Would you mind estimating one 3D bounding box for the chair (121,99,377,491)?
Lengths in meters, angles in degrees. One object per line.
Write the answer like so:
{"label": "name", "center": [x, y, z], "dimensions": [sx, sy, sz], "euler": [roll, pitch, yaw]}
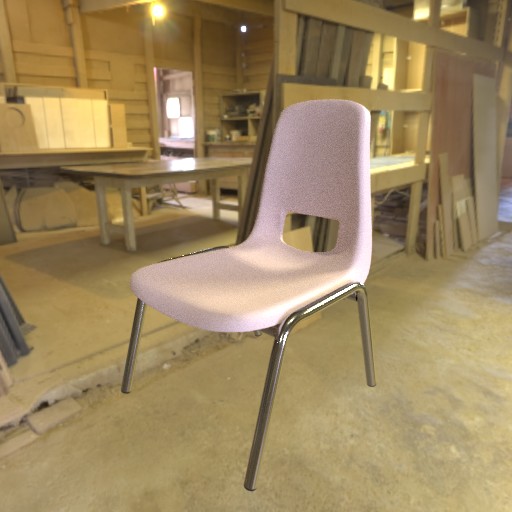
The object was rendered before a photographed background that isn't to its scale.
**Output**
{"label": "chair", "center": [0.000, 0.000, 0.785], "dimensions": [0.354, 0.537, 0.385], "euler": [15, 22, 42]}
